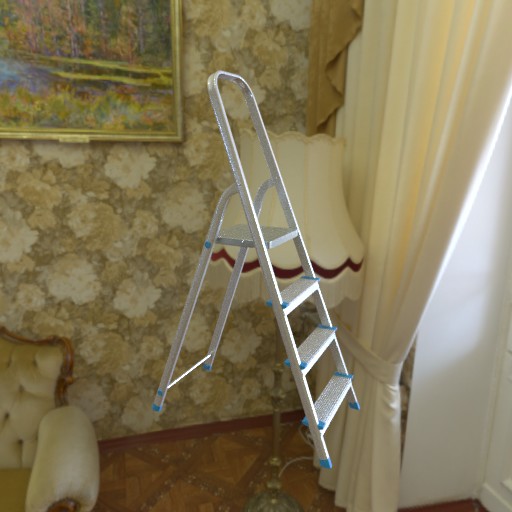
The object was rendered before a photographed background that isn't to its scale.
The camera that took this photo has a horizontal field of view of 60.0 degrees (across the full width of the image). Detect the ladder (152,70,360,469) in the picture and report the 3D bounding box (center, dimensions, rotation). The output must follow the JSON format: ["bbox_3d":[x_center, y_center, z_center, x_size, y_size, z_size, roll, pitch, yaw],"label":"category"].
[{"bbox_3d":[0.000,0.000,1.839,0.842,1.434,0.445,7,16,26],"label":"ladder"}]
